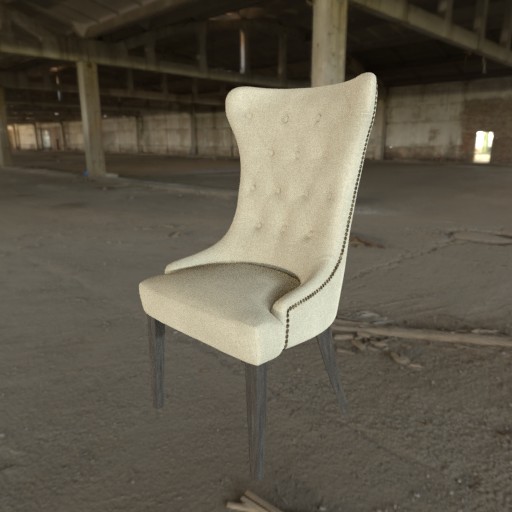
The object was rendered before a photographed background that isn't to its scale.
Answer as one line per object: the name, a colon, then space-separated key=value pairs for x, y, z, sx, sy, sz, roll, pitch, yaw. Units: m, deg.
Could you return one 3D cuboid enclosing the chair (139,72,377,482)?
chair: x=0.000 y=0.000 z=1.394 sx=0.584 sy=1.065 sz=0.590 roll=14 pitch=20 yaw=42
